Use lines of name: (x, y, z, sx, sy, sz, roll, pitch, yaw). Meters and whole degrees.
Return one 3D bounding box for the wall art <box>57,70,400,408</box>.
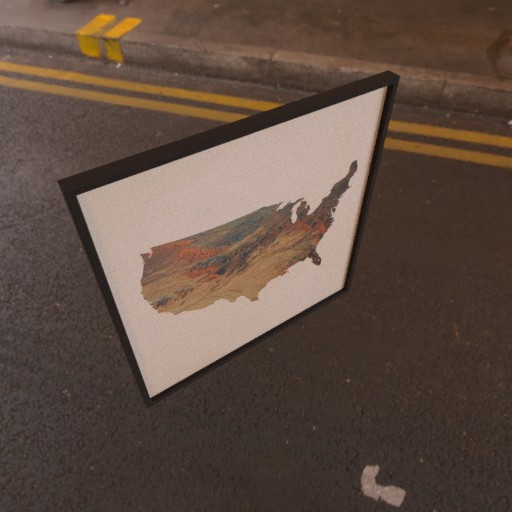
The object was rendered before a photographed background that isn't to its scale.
wall art: (0.000, 0.000, 1.137, 0.762, 0.762, 0.038, -26, 51, -23)
